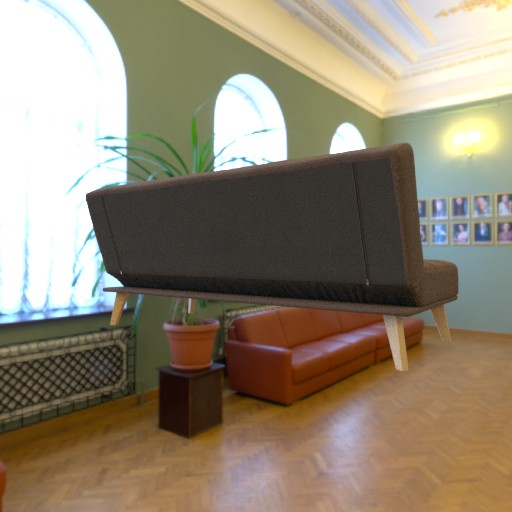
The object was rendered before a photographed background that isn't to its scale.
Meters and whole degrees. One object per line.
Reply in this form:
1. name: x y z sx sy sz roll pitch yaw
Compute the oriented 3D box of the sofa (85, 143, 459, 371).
1. sofa: 0.000 0.000 2.313 1.800 0.810 0.860 0 0 37
